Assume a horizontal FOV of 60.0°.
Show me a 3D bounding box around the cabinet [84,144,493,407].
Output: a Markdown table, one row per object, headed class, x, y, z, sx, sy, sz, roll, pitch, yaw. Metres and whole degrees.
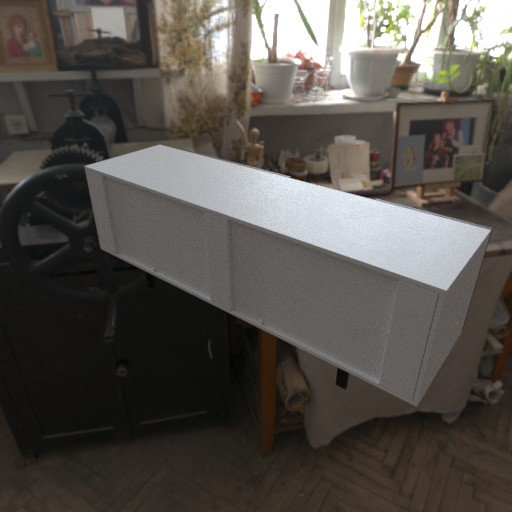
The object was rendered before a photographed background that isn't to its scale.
| class | x | y | z | sx | sy | sz | roll | pitch | yaw |
| --- | --- | --- | --- | --- | --- | --- | --- | --- | --- |
| cabinet | 0.000 | 0.000 | 1.740 | 1.499 | 0.533 | 0.431 | 21 | 36 | 32 |
